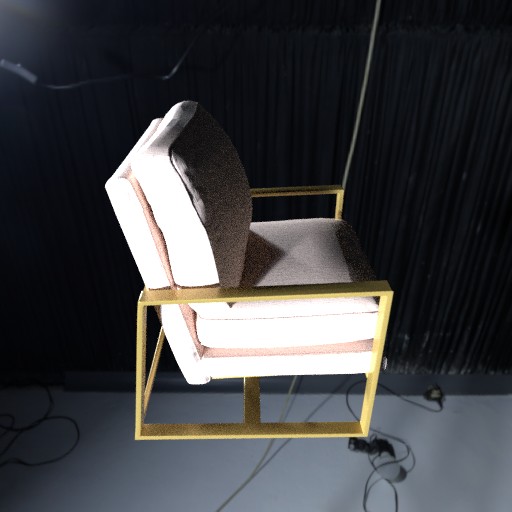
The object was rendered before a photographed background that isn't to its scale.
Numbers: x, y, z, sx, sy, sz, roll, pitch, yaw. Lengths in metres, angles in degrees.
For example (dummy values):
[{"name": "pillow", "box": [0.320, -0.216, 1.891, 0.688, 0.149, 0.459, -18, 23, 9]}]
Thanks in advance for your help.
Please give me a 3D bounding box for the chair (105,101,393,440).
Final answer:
[{"name": "chair", "box": [0.000, 0.000, 1.550, 0.813, 0.956, 0.758, 0, 31, -1]}]
